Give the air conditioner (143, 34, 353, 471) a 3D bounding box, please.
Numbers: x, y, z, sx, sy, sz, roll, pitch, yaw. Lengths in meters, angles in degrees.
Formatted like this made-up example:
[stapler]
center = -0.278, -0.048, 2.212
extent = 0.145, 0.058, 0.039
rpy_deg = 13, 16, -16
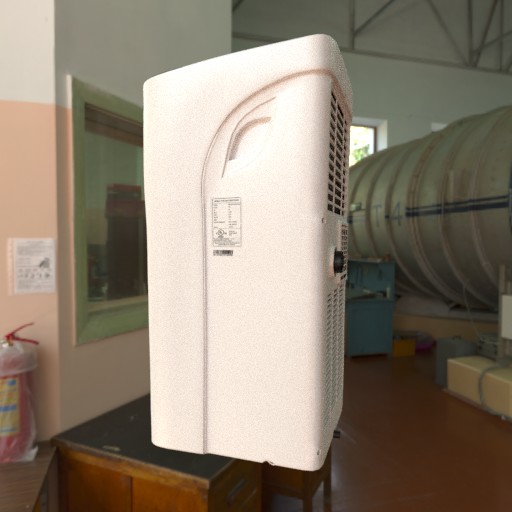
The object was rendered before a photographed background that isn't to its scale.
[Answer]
[air conditioner]
center = 0.000, 0.000, 0.899
extent = 0.369, 0.716, 0.352
rpy_deg = 1, 2, 18
